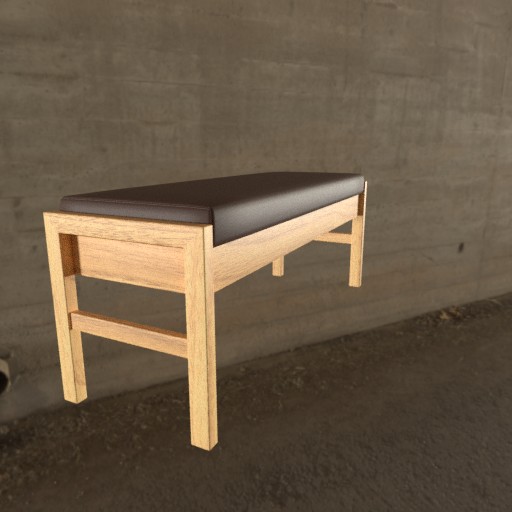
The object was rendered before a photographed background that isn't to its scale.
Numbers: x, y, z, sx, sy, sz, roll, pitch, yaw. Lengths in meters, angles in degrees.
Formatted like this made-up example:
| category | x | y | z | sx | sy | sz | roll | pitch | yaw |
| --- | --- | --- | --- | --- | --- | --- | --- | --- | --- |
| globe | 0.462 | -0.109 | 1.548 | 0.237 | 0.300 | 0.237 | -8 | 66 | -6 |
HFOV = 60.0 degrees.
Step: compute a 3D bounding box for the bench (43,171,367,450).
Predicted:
| category | x | y | z | sx | sy | sz | roll | pitch | yaw |
| --- | --- | --- | --- | --- | --- | --- | --- | --- | --- |
| bench | 0.000 | 0.000 | 1.418 | 0.405 | 0.480 | 1.200 | 7 | 15 | 26 |
